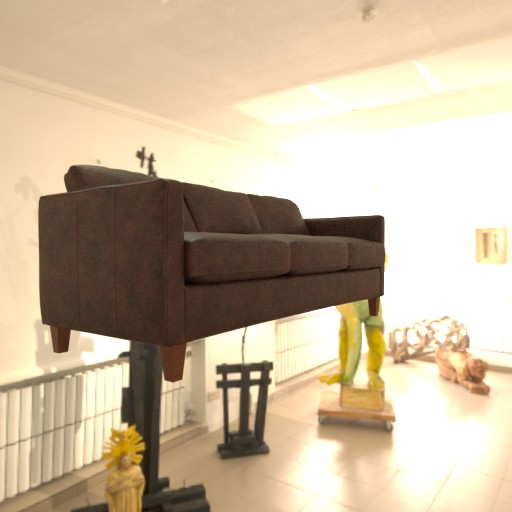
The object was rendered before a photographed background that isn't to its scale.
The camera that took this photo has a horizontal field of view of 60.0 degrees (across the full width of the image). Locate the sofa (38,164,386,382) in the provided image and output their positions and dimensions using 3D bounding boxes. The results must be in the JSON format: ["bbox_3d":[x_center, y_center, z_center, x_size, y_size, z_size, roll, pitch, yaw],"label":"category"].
[{"bbox_3d":[0.000,0.000,2.986,1.045,1.006,2.464,1,1,36],"label":"sofa"}]
